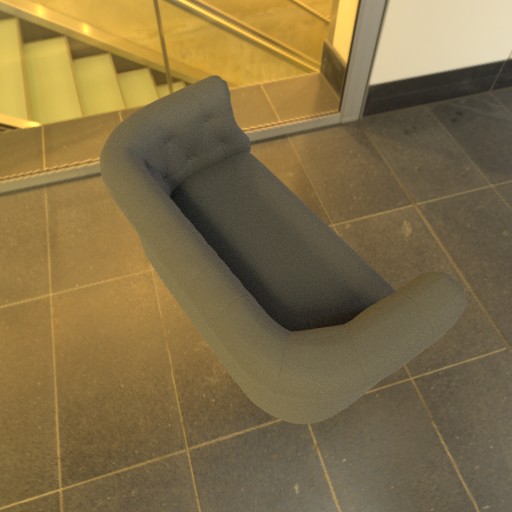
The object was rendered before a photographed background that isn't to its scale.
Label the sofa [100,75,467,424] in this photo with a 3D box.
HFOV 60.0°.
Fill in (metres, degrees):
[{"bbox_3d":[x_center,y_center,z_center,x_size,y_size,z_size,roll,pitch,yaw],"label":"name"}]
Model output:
[{"bbox_3d":[0.000,0.000,1.985,0.835,0.827,1.558,-31,61,-20],"label":"sofa"}]
